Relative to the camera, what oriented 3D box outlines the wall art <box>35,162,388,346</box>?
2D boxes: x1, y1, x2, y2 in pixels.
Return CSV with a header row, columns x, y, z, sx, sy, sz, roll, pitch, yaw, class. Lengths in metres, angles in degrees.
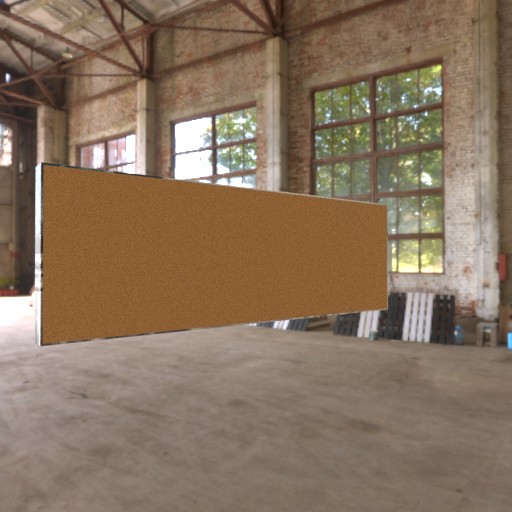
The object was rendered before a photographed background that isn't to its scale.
x,y,z,sx,sy,sz,roll,pitch,yaw,class
0.000,0.000,0.845,0.759,0.251,0.037,0,-1,-37,wall art
